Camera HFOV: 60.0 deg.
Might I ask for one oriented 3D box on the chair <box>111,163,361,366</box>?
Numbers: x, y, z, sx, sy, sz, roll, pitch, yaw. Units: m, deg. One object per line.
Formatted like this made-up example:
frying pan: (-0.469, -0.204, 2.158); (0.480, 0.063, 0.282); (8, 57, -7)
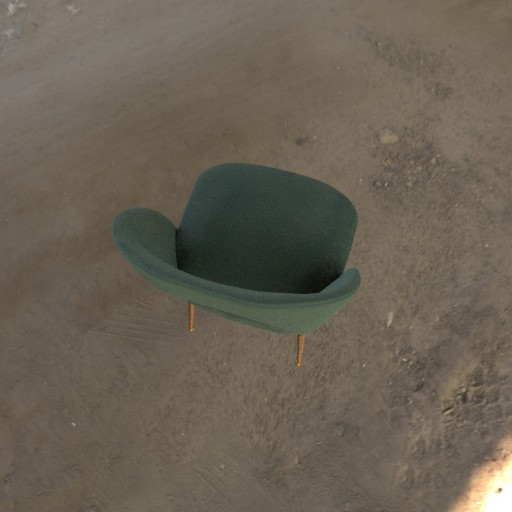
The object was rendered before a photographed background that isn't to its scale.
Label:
chair: (0.000, 0.000, 1.215); (0.527, 0.860, 0.577); (16, 65, 8)
